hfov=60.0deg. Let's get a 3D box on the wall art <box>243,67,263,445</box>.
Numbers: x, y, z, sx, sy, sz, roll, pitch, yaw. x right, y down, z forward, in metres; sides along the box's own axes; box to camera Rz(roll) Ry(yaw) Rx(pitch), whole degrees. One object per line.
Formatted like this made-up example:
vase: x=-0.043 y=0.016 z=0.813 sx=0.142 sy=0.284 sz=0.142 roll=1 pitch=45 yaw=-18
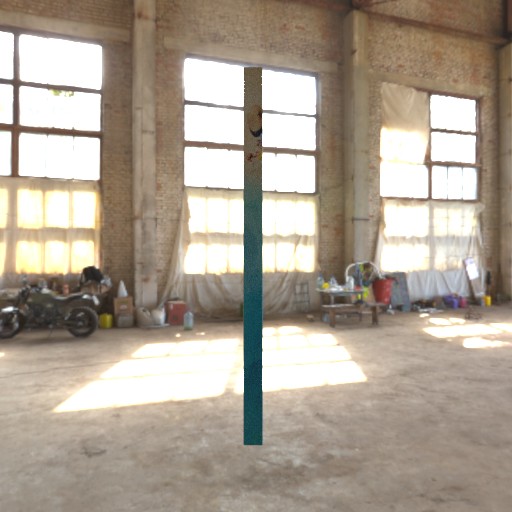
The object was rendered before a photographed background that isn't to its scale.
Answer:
wall art: x=0.000 y=0.000 z=1.467 sx=0.040 sy=0.769 sz=1.136 roll=0 pitch=0 yaw=1
